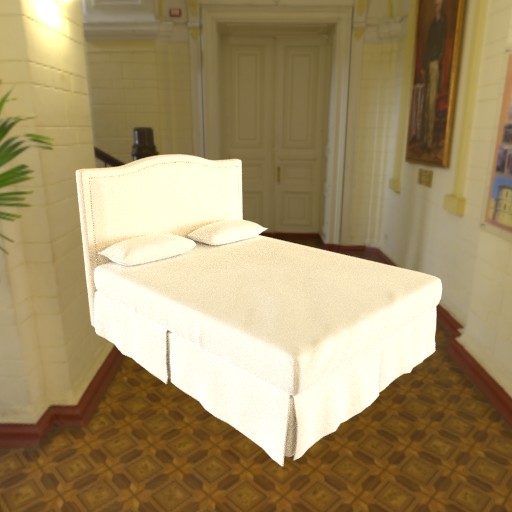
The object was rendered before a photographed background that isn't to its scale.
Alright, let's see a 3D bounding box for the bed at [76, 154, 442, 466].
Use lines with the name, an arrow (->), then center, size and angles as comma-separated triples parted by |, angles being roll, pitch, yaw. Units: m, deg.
bed -> 0.000, 0.000, 3.414 | 2.282, 1.436, 1.821 | 15, 22, 43
